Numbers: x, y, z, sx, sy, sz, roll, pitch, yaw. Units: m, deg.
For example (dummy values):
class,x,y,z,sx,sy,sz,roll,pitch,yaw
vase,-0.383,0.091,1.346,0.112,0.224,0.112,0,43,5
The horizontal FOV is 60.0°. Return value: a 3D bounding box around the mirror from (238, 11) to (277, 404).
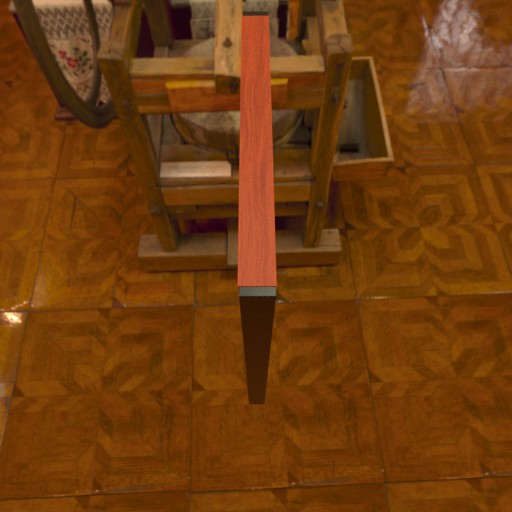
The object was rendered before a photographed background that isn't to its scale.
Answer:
class,x,y,z,sx,sy,sz,roll,pitch,yaw
mirror,0.000,0.000,1.008,0.047,0.823,0.525,0,63,0
